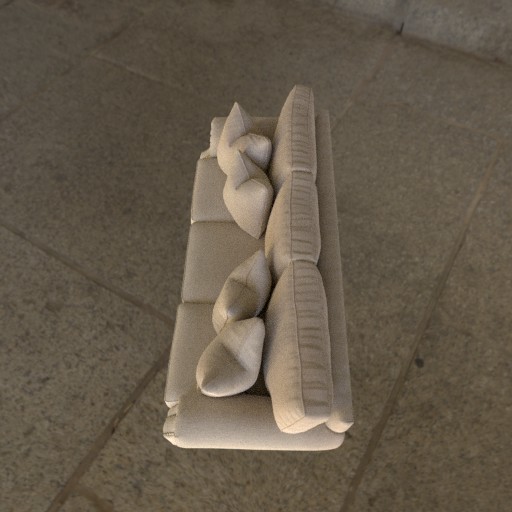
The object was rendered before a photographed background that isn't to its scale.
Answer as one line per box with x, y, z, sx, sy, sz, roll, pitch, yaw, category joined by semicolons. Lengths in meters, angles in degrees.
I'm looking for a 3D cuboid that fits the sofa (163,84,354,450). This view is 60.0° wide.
0.000;0.000;2.827;0.965;0.975;2.312;2;58;1;sofa
